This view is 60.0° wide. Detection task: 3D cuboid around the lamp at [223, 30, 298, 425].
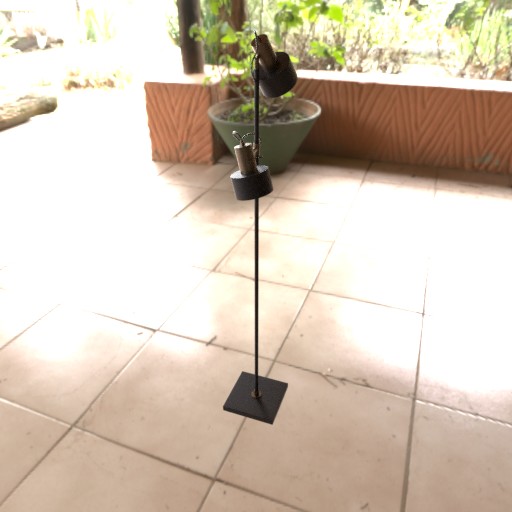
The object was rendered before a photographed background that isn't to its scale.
[{"bbox_3d":[0.000,0.000,1.656,0.233,1.505,0.315,10,31,17],"label":"lamp"}]
